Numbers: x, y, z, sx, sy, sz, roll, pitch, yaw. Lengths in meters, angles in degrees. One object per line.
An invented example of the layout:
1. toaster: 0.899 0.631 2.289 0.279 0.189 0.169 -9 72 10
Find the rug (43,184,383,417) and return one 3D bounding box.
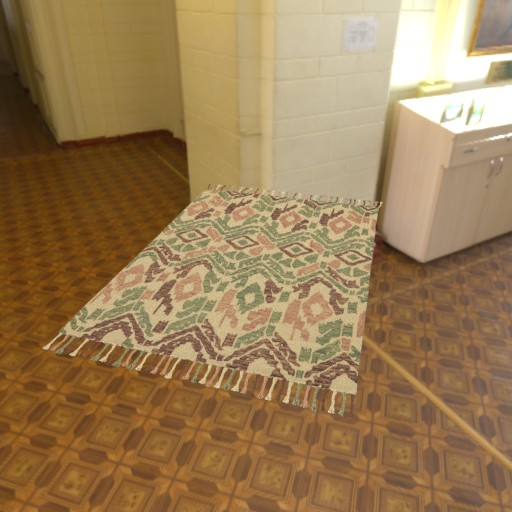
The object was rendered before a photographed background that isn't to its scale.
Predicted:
1. rug: 0.000 0.000 2.315 1.219 0.010 1.829 8 31 14
